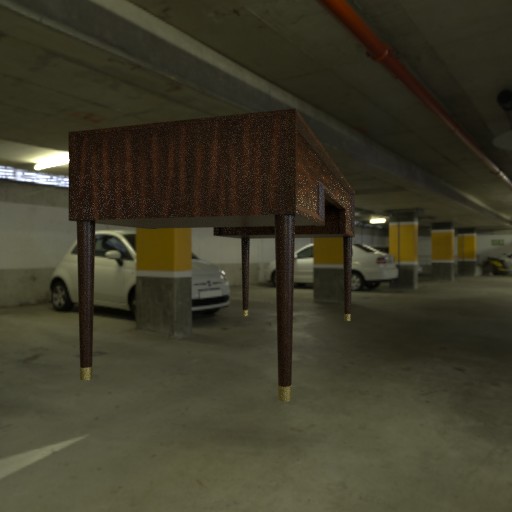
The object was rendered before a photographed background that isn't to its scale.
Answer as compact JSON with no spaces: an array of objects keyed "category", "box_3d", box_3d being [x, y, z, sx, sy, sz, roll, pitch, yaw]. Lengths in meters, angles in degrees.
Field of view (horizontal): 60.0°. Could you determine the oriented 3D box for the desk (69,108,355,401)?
[{"category":"desk","box_3d":[0.000,0.000,1.998,0.724,0.762,1.575,0,0,18]}]
